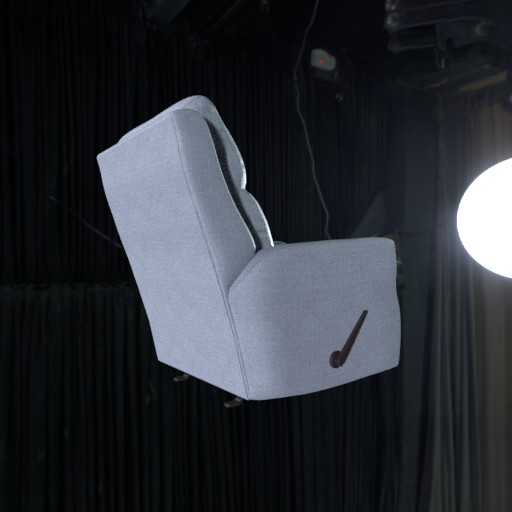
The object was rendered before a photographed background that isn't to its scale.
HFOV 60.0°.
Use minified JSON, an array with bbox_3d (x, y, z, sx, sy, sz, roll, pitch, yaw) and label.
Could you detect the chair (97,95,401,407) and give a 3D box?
[{"bbox_3d":[0.000,0.000,1.825,1.080,1.030,0.829,0,0,-37],"label":"chair"}]
